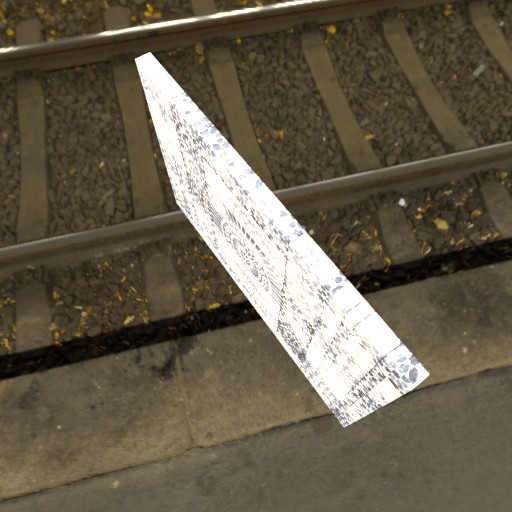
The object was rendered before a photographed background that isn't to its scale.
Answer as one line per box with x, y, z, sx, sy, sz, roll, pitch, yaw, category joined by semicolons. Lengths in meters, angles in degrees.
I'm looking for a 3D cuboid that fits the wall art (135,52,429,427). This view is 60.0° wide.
0.000;0.000;0.760;0.030;0.406;0.608;-32;68;-15;wall art
